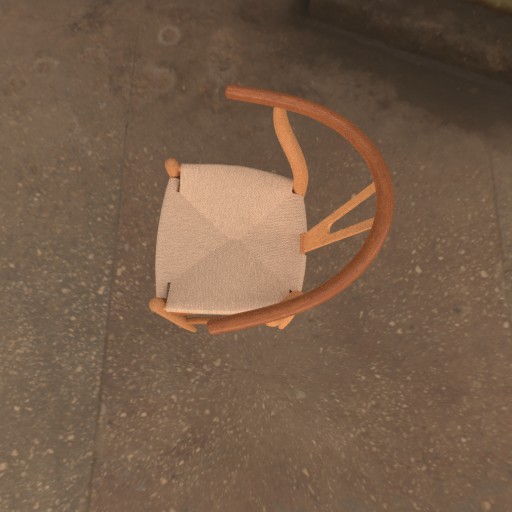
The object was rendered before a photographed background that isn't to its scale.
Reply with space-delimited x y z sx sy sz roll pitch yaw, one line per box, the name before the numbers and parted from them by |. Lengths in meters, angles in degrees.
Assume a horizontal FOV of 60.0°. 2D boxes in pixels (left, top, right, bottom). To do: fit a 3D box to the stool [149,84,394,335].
stool | 0.000 0.000 1.408 0.561 1.068 0.574 3 76 1
